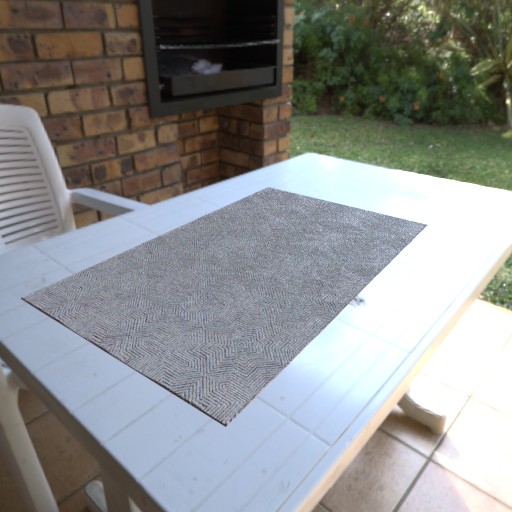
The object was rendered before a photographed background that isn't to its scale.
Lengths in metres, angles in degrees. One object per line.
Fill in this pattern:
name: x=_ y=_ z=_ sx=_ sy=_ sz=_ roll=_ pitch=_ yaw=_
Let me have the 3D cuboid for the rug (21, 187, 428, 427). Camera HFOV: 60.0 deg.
rug: x=0.000 y=0.000 z=2.969 sx=1.519 sy=0.007 sz=2.428 roll=19 pitch=33 yaw=32
